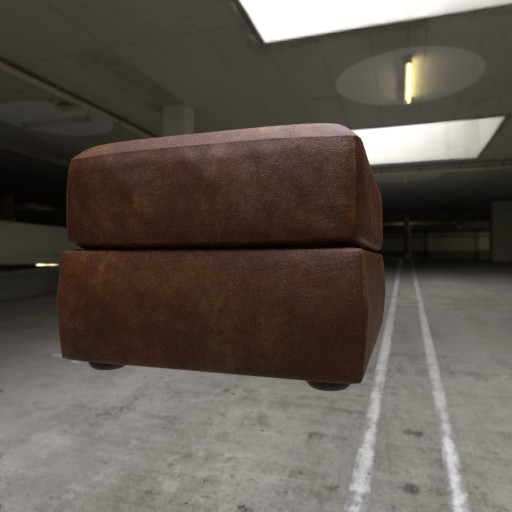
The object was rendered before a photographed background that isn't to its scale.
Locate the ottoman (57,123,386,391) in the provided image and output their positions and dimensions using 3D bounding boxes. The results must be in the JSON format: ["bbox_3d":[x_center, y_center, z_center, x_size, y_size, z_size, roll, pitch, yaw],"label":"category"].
[{"bbox_3d":[0.000,0.000,1.121,0.603,0.476,0.751,0,-1,18],"label":"ottoman"}]
